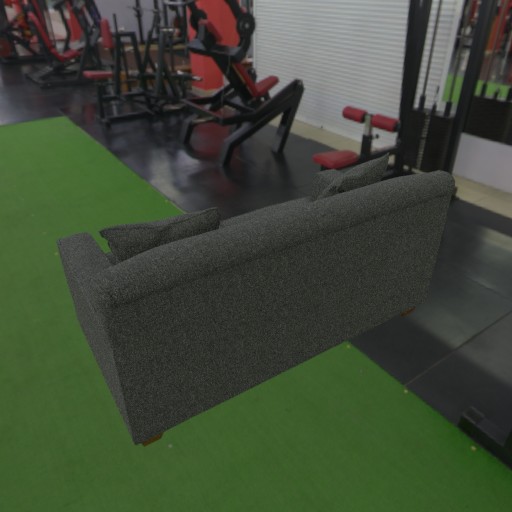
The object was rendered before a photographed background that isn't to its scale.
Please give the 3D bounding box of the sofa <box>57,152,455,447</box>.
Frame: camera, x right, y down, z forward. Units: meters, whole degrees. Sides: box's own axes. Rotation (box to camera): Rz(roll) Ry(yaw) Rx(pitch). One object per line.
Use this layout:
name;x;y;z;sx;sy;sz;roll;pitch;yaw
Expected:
sofa;0.000;0.000;2.417;1.846;0.958;0.998;-19;37;-27
